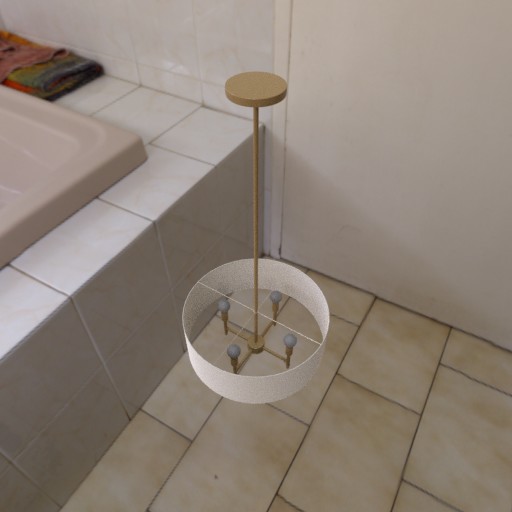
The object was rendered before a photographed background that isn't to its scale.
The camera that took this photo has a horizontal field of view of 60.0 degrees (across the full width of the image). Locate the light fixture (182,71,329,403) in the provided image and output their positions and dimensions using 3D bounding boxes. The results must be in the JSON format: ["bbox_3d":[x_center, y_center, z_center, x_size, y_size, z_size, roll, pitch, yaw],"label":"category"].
[{"bbox_3d":[0.000,0.000,1.345,0.508,1.067,0.508,0,46,0],"label":"light fixture"}]
